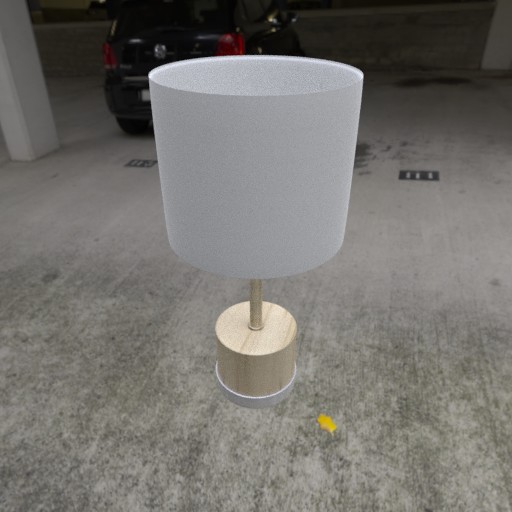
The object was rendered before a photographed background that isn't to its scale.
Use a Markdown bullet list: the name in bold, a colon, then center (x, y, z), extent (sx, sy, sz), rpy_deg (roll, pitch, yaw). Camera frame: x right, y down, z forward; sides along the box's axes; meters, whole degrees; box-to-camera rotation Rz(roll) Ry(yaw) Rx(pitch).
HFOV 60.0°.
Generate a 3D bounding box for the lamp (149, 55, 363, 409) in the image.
- **lamp**: center (0.000, 0.000, 0.602), extent (0.229, 0.470, 0.229), rpy_deg (9, 34, 15)
